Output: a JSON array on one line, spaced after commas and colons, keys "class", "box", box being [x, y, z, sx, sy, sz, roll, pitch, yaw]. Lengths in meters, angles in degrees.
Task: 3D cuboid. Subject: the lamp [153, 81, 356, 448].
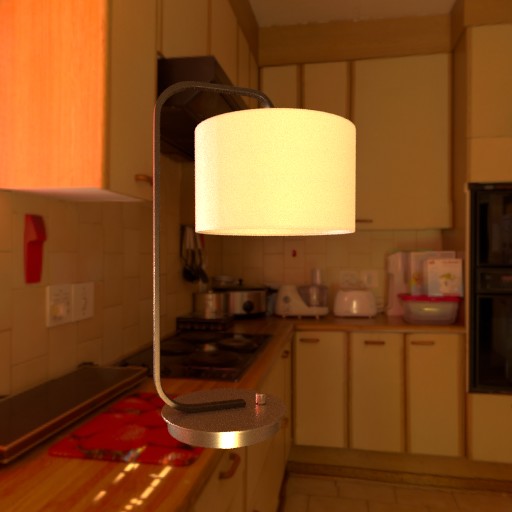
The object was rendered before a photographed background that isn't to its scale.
[{"class": "lamp", "box": [0.000, 0.000, 0.638, 0.288, 0.473, 0.230, 0, 0, -19]}]
